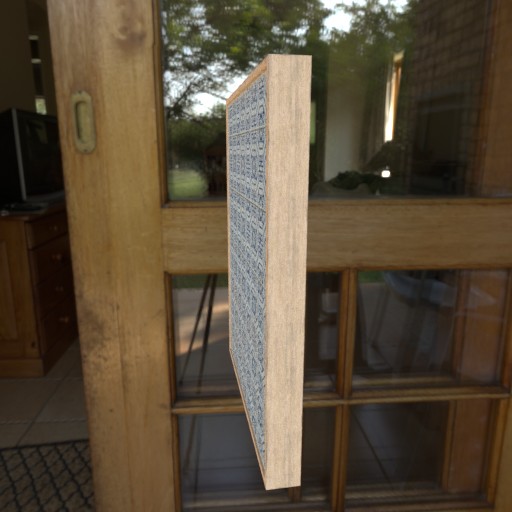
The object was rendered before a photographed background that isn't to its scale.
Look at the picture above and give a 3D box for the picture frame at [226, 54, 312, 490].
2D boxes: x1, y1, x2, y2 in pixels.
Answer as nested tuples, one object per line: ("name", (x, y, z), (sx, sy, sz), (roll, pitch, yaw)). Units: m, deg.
("picture frame", (0.000, 0.000, 0.722), (0.046, 0.526, 0.421), (-2, 13, -10))
